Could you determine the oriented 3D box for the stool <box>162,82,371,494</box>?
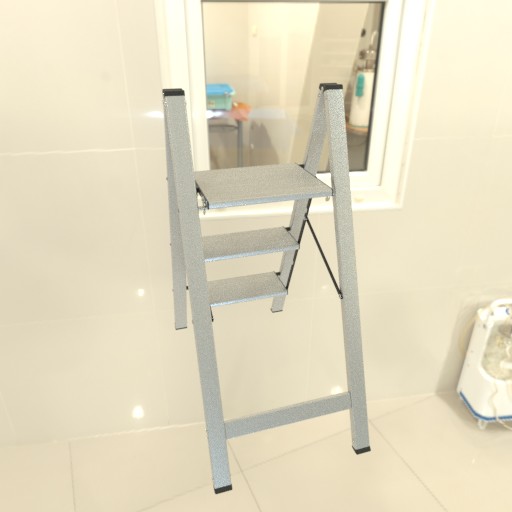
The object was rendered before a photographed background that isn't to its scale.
[{"bbox_3d":[0.000,0.000,1.255,0.441,0.902,0.730,-8,28,-15],"label":"stool"}]
